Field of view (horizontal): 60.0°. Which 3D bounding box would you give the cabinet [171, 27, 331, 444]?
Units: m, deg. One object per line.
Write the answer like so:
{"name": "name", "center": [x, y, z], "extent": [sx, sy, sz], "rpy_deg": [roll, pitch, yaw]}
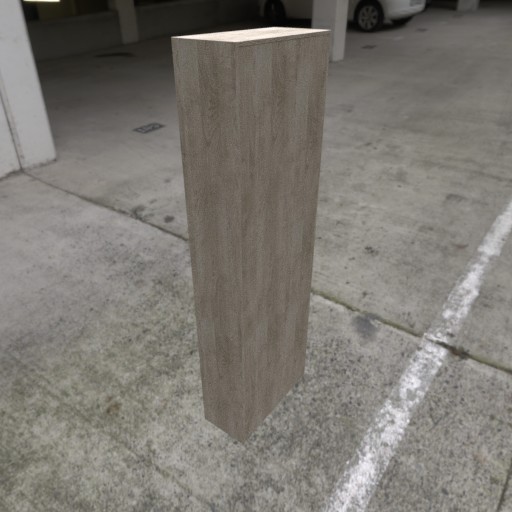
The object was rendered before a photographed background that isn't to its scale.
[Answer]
{"name": "cabinet", "center": [0.000, 0.000, 1.810], "extent": [0.250, 1.630, 0.520], "rpy_deg": [21, 37, 31]}
